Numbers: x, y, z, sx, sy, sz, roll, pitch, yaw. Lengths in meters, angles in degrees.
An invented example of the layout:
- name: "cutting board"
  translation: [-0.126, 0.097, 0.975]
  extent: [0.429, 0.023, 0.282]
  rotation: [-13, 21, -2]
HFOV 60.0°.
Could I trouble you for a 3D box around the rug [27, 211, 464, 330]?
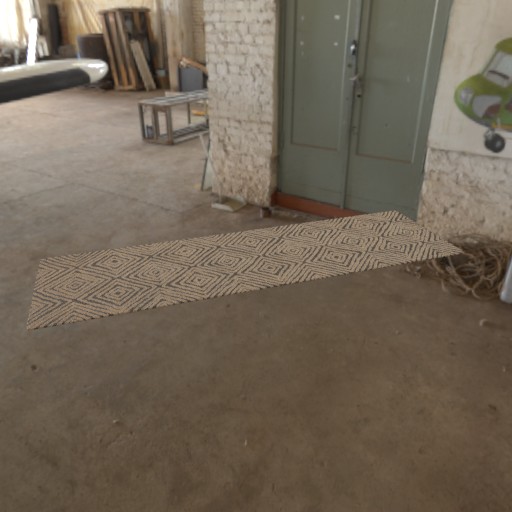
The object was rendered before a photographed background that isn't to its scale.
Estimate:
- name: "rug"
  translation: [0.000, 0.000, 2.480]
  extent: [2.277, 0.008, 0.676]
  rotation: [-9, 29, -16]
